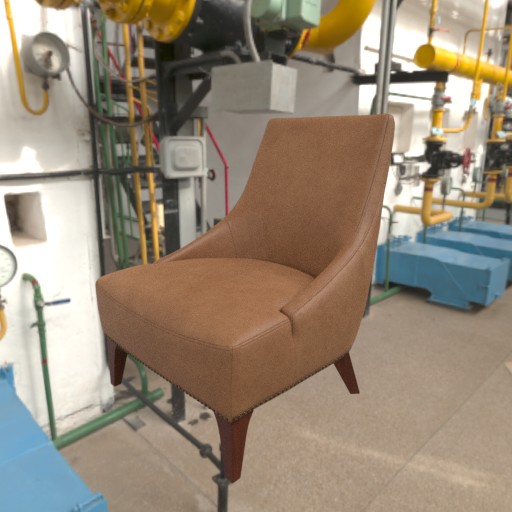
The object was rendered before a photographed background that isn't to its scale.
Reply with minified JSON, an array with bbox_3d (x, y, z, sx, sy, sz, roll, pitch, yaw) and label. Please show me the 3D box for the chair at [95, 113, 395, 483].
[{"bbox_3d":[0.000,0.000,1.471,0.861,0.909,0.701,-14,21,-42],"label":"chair"}]
